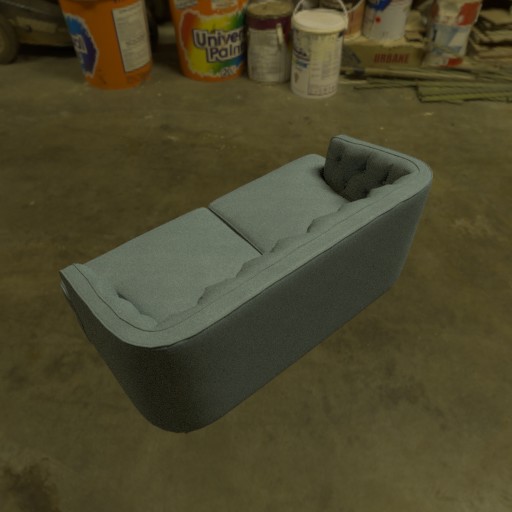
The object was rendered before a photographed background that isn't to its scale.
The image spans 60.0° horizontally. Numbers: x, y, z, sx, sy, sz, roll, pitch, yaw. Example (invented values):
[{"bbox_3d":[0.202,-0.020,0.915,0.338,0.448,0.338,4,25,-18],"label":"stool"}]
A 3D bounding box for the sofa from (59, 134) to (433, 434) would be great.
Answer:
[{"bbox_3d":[0.000,0.000,2.275,1.733,0.855,0.941,-31,53,-26],"label":"sofa"}]
